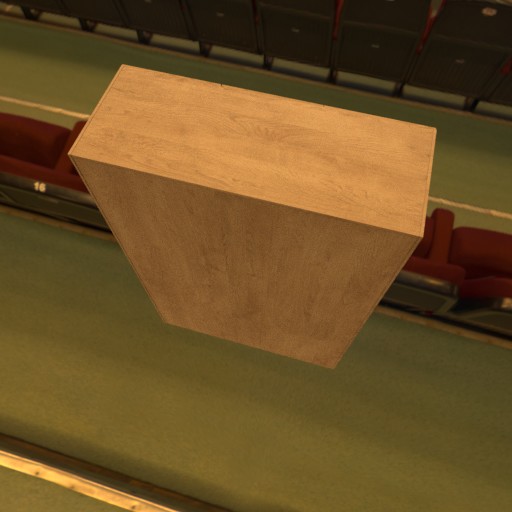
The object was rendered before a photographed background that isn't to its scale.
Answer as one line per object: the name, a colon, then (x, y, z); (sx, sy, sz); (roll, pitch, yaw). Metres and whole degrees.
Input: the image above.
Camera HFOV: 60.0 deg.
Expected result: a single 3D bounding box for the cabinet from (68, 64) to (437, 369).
cabinet: (0.000, 0.000, 2.505); (1.290, 1.910, 0.510); (14, 64, 7)
